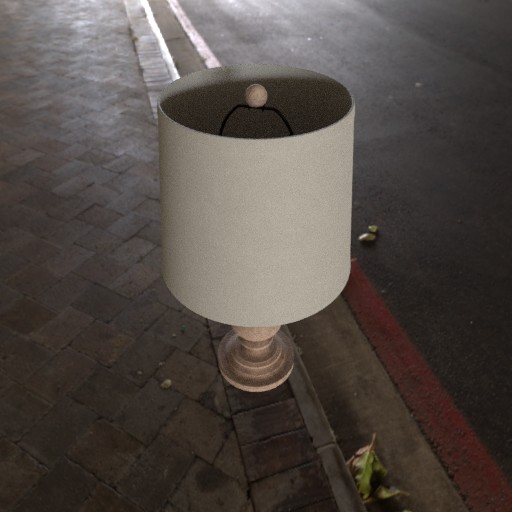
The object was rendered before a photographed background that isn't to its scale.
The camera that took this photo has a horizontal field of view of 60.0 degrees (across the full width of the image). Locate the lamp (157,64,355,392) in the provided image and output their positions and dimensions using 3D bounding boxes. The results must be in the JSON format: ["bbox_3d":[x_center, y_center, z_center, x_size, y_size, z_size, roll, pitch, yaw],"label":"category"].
[{"bbox_3d":[0.000,0.000,0.649,0.273,0.497,0.273,0,41,0],"label":"lamp"}]
